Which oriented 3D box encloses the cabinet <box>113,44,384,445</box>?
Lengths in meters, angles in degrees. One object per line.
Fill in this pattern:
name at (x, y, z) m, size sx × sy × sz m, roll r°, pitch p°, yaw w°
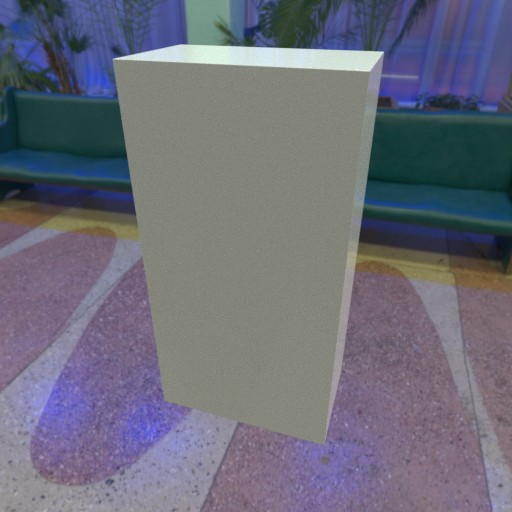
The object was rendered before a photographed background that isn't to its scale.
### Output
cabinet at (0.000, 0.000, 2.312) m, size 0.980 × 1.920 × 0.580 m, roll 10°, pitch 32°, yaw 16°
